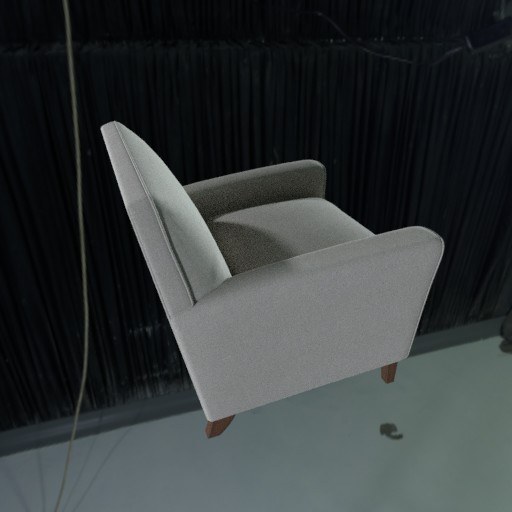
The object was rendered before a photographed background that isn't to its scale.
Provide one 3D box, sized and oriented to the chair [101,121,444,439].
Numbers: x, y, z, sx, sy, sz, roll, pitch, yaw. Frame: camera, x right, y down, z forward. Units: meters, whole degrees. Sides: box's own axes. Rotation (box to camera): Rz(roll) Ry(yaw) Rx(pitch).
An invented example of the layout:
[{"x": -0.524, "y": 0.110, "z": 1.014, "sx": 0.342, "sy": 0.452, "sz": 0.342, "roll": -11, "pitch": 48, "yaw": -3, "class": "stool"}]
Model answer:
[{"x": 0.000, "y": 0.000, "z": 1.570, "sx": 0.871, "sy": 0.846, "sz": 0.840, "roll": -11, "pitch": 31, "yaw": -18, "class": "chair"}]
